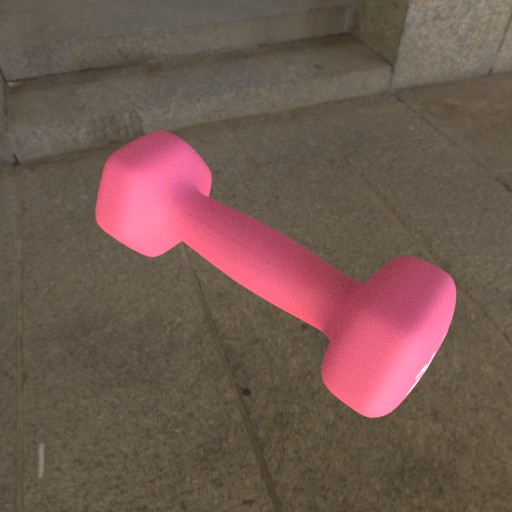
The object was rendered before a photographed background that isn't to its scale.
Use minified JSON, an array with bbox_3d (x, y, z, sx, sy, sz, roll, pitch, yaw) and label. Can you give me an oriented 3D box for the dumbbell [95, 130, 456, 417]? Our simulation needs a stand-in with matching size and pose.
[{"bbox_3d":[0.000,0.000,0.175,0.146,0.053,0.058,32,54,27],"label":"dumbbell"}]
